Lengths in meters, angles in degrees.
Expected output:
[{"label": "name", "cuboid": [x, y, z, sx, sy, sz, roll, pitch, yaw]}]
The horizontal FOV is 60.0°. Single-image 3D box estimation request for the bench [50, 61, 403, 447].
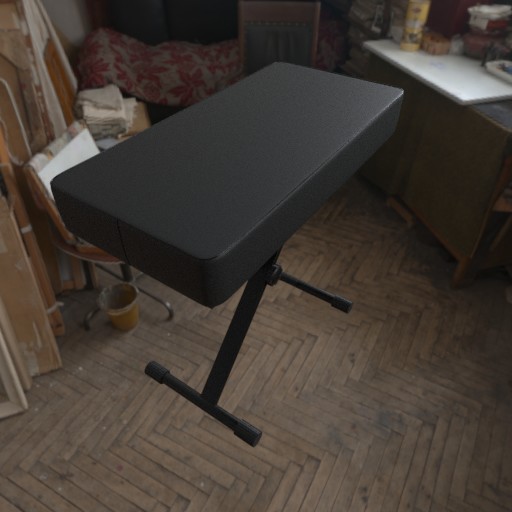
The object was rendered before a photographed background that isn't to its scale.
[{"label": "bench", "cuboid": [0.000, 0.000, 0.910, 0.300, 0.561, 0.600, 25, 47, 25]}]
